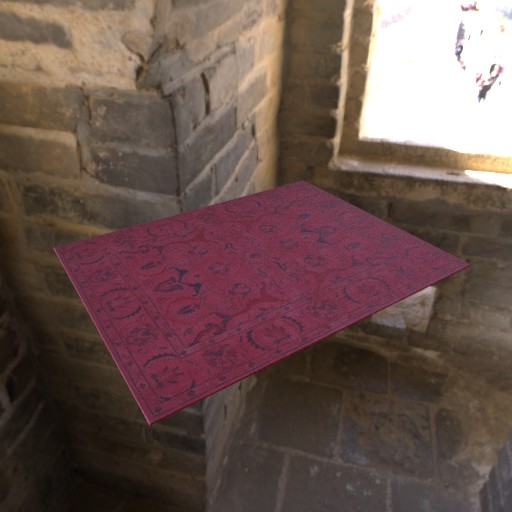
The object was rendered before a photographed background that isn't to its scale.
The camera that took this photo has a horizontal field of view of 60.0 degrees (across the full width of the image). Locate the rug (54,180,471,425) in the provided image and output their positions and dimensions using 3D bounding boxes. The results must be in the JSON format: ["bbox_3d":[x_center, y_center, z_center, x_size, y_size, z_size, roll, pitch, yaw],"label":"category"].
[{"bbox_3d":[0.000,0.000,3.938,2.929,0.012,2.300,-19,37,-28],"label":"rug"}]
